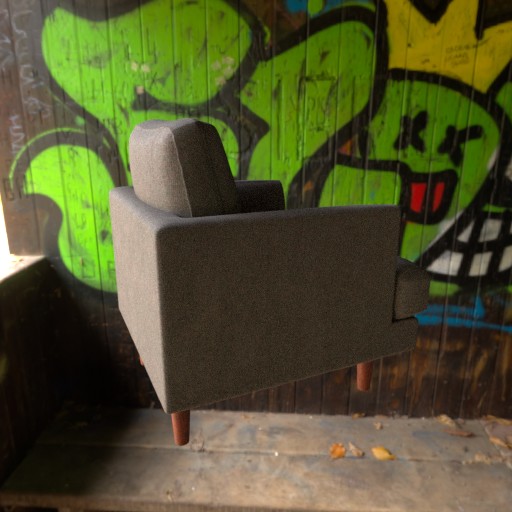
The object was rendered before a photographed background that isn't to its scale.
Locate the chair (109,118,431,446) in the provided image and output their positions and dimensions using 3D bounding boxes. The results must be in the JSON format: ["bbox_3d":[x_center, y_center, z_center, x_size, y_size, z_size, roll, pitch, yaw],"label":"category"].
[{"bbox_3d":[0.000,0.000,1.622,0.899,0.957,0.858,-7,17,-24],"label":"chair"}]
